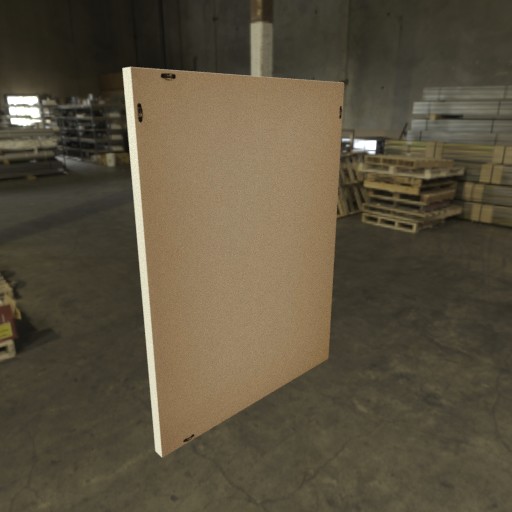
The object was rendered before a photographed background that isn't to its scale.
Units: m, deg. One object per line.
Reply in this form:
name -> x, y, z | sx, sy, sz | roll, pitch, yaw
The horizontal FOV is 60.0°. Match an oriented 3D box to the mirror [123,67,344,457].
mirror -> 0.000, 0.000, 1.352 | 0.762, 1.016, 0.040 | -17, 24, -41
